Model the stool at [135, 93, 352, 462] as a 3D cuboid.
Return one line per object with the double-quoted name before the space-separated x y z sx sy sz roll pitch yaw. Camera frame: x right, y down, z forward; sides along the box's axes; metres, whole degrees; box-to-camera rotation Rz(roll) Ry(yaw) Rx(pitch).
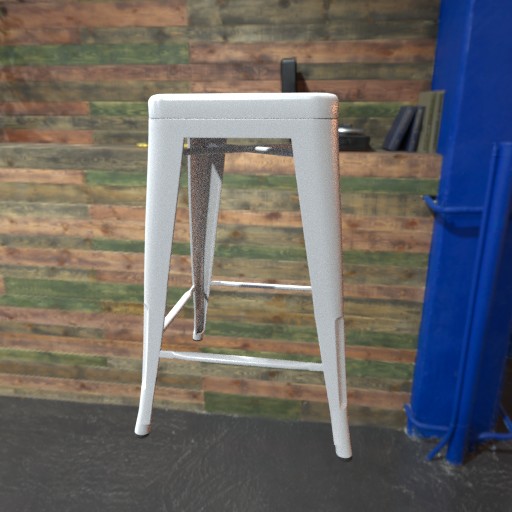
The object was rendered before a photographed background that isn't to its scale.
"stool" 0.000 0.000 0.902 0.406 0.610 0.406 3 18 9
